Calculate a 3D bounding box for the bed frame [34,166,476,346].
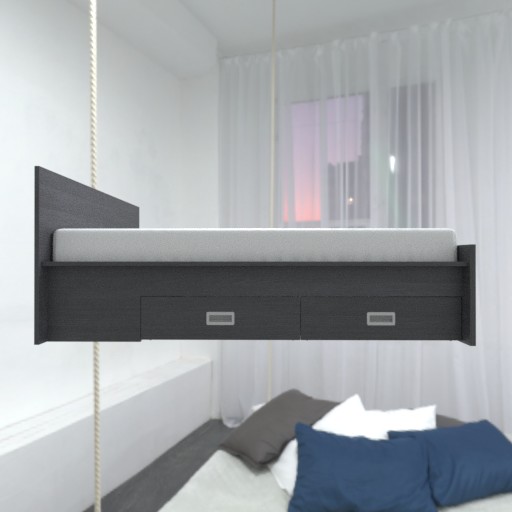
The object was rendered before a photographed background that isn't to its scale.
[{"bbox_3d":[0.000,0.000,2.778,1.960,0.800,1.622,0,0,1],"label":"bed frame"}]
